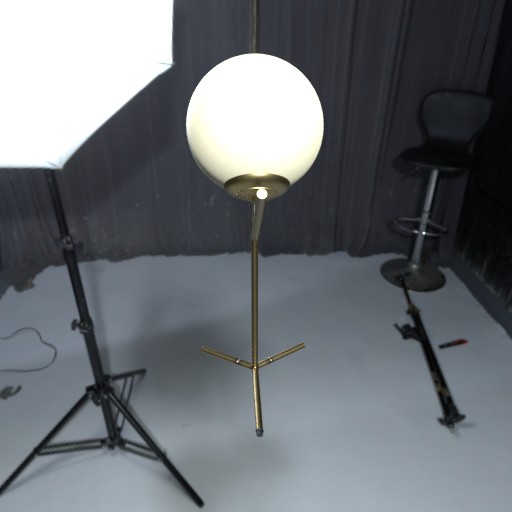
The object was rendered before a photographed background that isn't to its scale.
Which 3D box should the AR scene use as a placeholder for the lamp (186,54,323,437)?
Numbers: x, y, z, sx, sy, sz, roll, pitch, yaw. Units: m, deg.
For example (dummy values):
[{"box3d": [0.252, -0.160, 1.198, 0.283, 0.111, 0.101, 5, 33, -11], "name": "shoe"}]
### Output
[{"box3d": [0.000, 0.000, 0.670, 0.210, 0.552, 0.251, -1, 30, -3], "name": "lamp"}]
